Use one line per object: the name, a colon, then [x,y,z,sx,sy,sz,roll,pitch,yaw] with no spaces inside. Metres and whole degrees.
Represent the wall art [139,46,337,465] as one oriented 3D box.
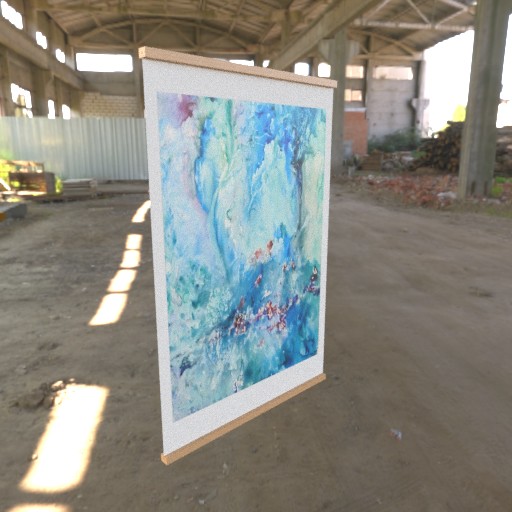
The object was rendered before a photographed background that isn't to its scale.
wall art: [0.000,0.000,1.284,0.669,1.020,0.027,-12,18,-42]
